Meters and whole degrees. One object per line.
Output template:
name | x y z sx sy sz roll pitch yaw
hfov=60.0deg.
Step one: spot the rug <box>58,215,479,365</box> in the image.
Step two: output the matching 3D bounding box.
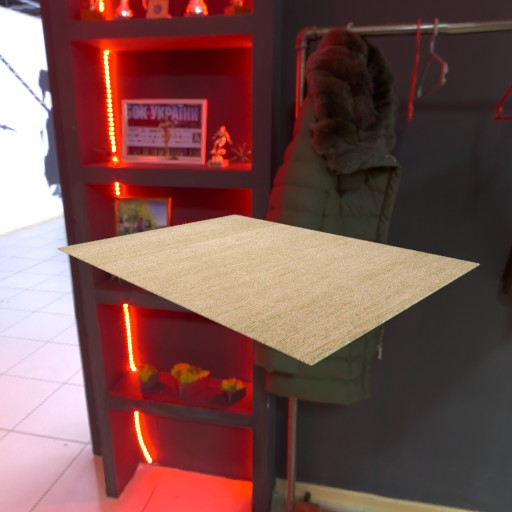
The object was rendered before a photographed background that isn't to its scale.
rug | 0.000 0.000 4.190 3.198 0.016 2.425 16 23 42
